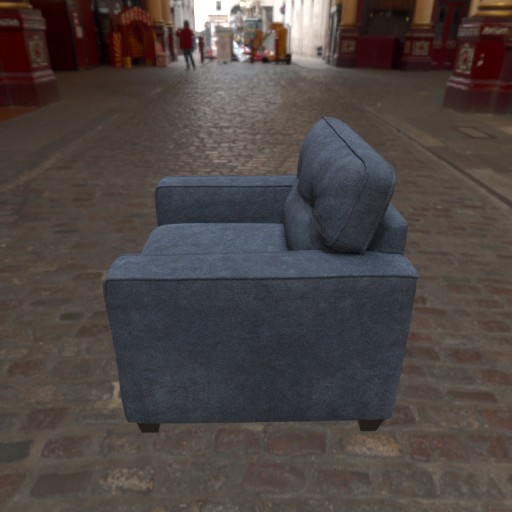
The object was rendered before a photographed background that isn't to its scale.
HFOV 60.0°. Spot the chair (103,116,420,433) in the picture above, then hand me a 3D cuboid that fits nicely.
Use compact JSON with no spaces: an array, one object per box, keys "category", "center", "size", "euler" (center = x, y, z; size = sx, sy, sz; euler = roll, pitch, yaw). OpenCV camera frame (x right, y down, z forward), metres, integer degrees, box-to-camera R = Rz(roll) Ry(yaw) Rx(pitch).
[{"category":"chair","center":[0.000,0.000,1.774],"size":[0.939,0.965,1.015],"euler":[-1,27,-1]}]
